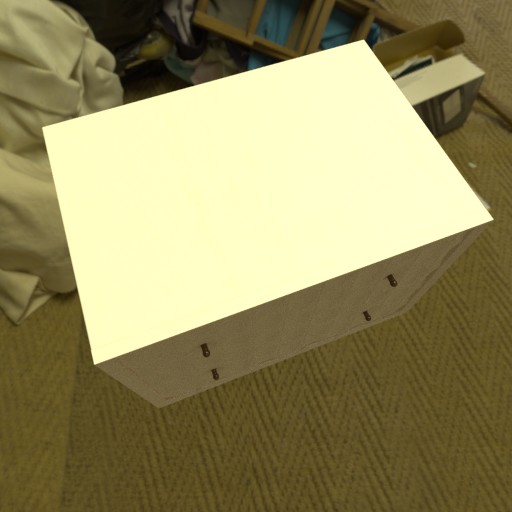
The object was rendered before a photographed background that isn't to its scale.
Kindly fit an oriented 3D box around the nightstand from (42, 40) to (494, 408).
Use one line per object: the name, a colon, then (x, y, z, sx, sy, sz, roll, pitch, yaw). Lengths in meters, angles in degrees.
nightstand: (0.000, 0.000, 0.984, 0.614, 0.604, 0.447, -19, 65, -9)
